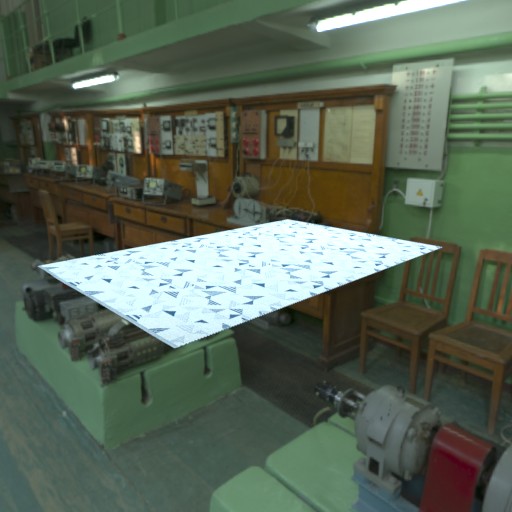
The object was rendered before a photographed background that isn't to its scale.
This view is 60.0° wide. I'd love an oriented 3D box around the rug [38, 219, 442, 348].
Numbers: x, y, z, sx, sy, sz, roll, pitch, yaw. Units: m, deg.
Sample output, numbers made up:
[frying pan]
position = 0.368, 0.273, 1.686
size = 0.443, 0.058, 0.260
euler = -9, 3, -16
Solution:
[rug]
position = 0.000, 0.000, 2.370
size = 1.835, 0.003, 1.206
euler = -14, 21, -42
